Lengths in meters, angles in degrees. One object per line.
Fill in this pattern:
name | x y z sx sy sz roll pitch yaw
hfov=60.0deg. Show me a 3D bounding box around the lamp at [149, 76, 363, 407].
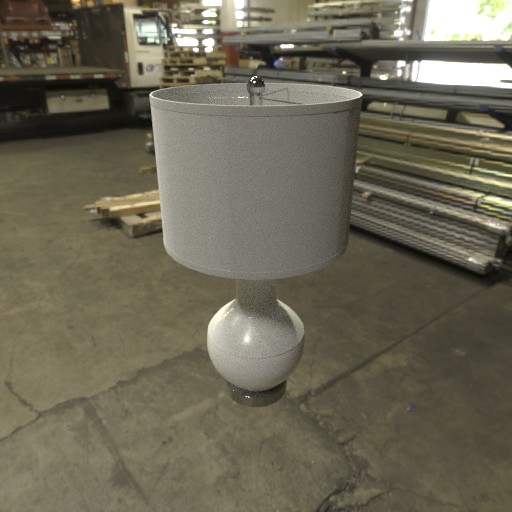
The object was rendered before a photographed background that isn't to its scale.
lamp | 0.000 0.000 0.892 0.357 0.673 0.357 -19 32 -34
